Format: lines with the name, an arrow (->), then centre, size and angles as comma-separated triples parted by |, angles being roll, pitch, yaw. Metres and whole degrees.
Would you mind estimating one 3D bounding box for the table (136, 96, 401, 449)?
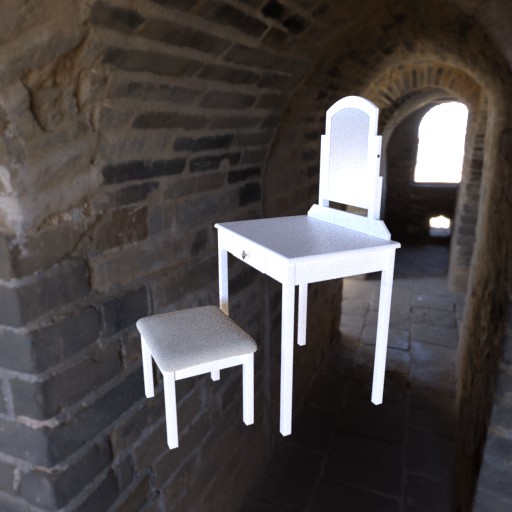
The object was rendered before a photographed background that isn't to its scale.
table -> 0.000, 0.000, 2.345 | 1.211, 1.631, 0.876 | -8, 17, -25
